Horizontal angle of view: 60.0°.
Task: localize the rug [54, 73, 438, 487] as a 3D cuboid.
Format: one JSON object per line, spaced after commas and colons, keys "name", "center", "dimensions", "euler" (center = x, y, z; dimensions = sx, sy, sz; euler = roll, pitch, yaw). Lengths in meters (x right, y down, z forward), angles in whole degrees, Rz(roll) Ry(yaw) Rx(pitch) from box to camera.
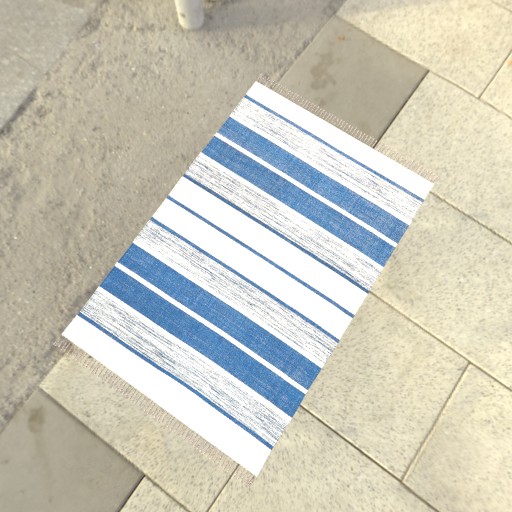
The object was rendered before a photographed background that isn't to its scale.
{"name": "rug", "center": [0.000, 0.000, 3.021], "dimensions": [1.532, 0.010, 2.441], "euler": [33, 78, 8]}
